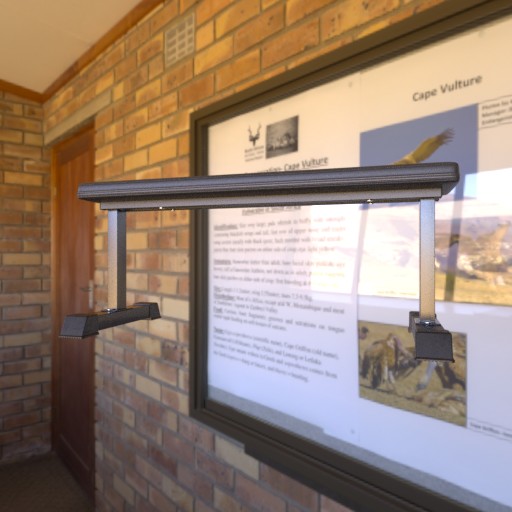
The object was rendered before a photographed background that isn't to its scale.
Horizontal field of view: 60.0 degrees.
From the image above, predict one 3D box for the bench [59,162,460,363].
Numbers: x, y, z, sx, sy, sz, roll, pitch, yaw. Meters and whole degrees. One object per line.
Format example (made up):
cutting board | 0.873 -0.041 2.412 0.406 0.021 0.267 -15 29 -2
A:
bench | 0.000 0.000 1.293 1.072 0.453 0.439 0 0 17
